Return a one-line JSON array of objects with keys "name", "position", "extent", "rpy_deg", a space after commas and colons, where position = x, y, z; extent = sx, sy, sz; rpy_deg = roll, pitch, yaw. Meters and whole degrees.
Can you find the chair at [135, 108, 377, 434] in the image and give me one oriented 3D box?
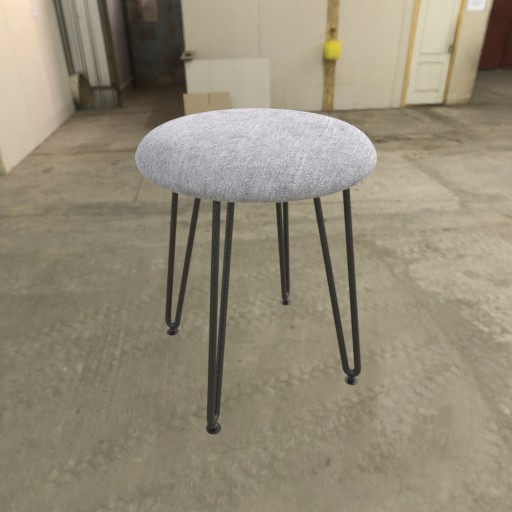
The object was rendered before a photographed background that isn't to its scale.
[{"name": "chair", "position": [0.000, 0.000, 0.661], "extent": [0.350, 0.386, 0.350], "rpy_deg": [11, 32, 19]}]
